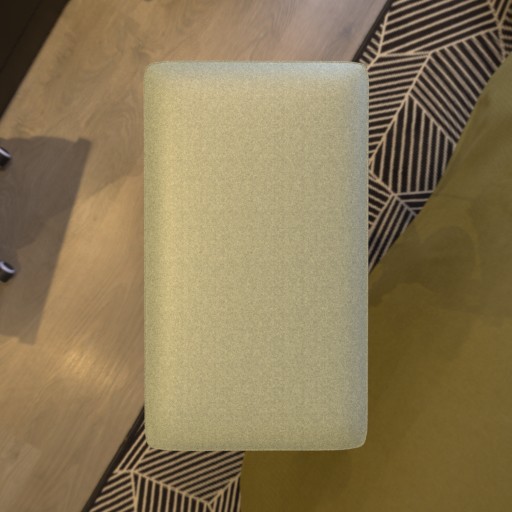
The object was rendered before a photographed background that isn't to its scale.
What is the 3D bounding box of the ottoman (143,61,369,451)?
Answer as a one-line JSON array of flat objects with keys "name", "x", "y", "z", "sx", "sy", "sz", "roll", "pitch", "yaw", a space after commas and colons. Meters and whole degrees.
[{"name": "ottoman", "x": 0.000, "y": 0.000, "z": 1.522, "sx": 0.681, "sy": 0.494, "sz": 1.173, "roll": 0, "pitch": 91, "yaw": 0}]
